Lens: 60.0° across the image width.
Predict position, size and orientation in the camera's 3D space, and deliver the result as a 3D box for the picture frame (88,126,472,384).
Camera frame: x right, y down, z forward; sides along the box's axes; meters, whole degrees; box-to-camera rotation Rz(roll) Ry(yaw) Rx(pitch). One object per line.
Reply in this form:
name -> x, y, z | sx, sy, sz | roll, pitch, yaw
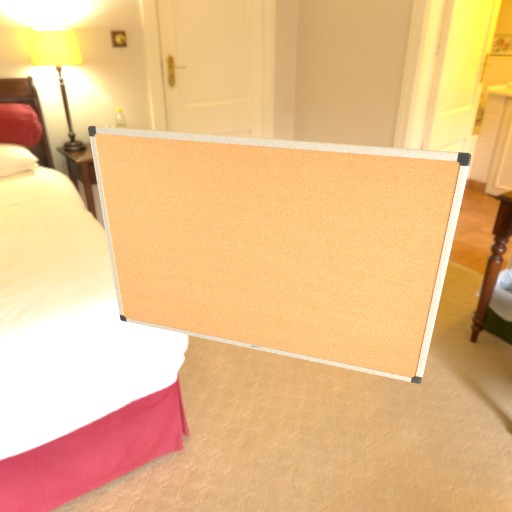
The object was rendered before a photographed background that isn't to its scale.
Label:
picture frame -> 0.000, 0.000, 1.137 | 0.900, 0.600, 0.010 | 9, 28, 16
